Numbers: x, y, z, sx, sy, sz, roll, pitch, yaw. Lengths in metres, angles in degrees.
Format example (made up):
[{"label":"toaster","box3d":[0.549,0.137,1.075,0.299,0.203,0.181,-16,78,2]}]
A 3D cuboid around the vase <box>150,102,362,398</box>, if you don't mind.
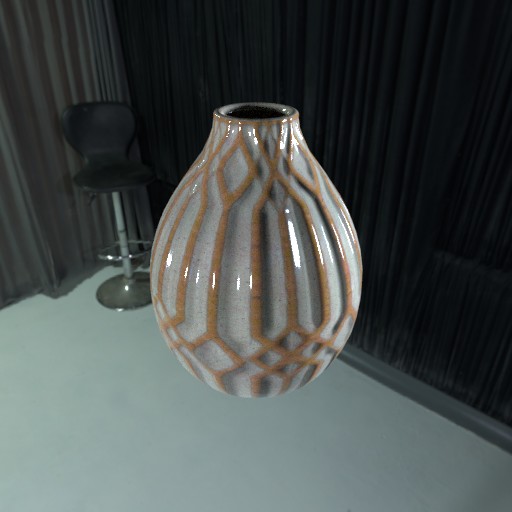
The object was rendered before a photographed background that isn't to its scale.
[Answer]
[{"label":"vase","box3d":[0.000,0.000,0.274,0.131,0.175,0.131,0,30,0]}]
